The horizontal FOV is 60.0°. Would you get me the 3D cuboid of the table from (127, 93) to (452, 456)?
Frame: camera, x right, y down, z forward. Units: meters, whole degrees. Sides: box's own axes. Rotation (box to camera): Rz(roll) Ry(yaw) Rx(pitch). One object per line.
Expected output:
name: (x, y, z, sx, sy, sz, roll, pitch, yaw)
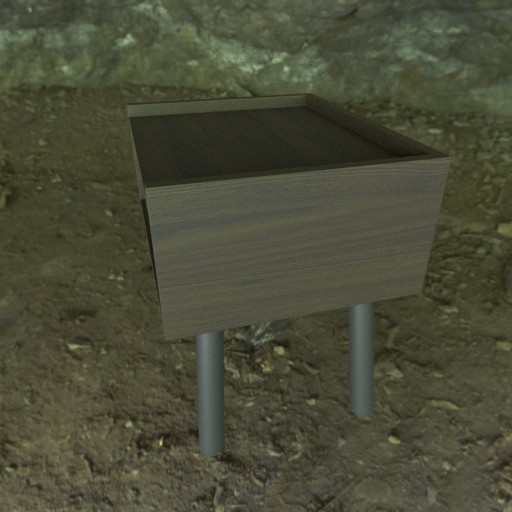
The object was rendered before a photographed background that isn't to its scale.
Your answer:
table: (0.000, 0.000, 0.804, 0.370, 0.470, 0.450, -8, 31, -14)
